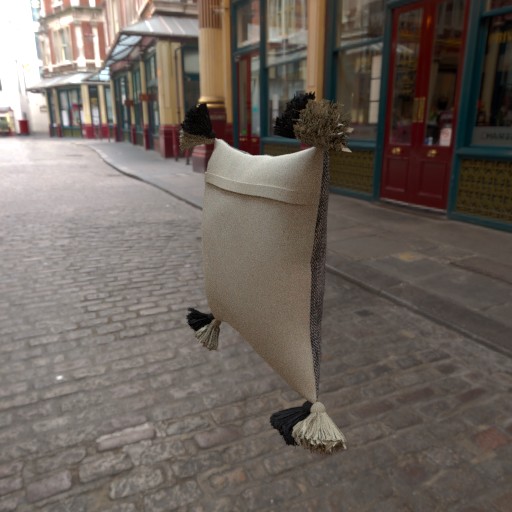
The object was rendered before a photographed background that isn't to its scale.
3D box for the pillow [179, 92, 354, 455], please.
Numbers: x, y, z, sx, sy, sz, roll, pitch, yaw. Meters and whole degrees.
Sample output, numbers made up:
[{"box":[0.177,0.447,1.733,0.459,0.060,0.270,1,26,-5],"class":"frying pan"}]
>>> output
[{"box":[0.000,0.000,0.971,0.170,0.659,0.654,-8,18,-26],"class":"pillow"}]
